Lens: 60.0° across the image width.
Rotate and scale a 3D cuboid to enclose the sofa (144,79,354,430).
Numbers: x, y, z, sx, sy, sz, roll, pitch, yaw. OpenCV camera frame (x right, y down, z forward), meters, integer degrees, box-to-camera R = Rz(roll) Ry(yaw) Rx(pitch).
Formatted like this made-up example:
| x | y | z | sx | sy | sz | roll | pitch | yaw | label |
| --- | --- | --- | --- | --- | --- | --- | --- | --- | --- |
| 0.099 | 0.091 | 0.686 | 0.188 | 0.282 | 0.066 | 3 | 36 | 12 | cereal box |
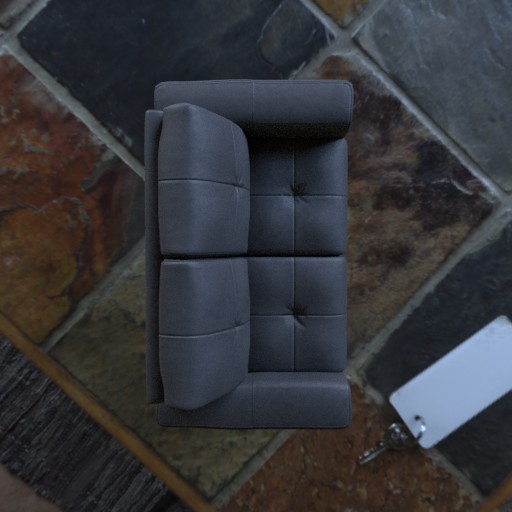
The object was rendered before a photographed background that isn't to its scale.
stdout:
| x | y | z | sx | sy | sz | roll | pitch | yaw | label |
| --- | --- | --- | --- | --- | --- | --- | --- | --- | --- |
| 0.000 | 0.000 | 2.333 | 1.018 | 0.907 | 1.806 | 0 | 91 | 0 | sofa |
